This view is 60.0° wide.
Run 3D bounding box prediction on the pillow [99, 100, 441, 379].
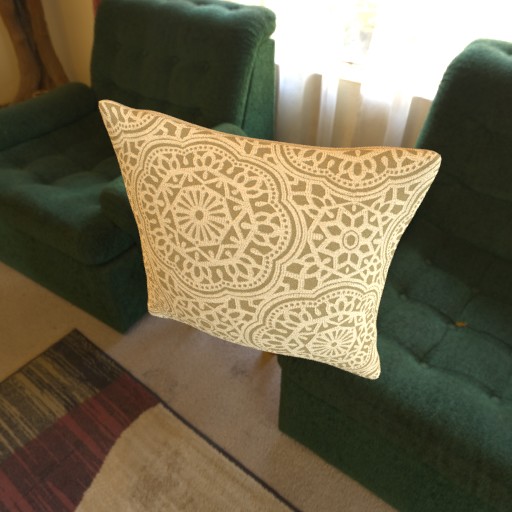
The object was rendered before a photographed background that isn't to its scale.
[{"bbox_3d":[0.000,0.000,0.665,0.438,0.421,0.167,13,42,15],"label":"pillow"}]
